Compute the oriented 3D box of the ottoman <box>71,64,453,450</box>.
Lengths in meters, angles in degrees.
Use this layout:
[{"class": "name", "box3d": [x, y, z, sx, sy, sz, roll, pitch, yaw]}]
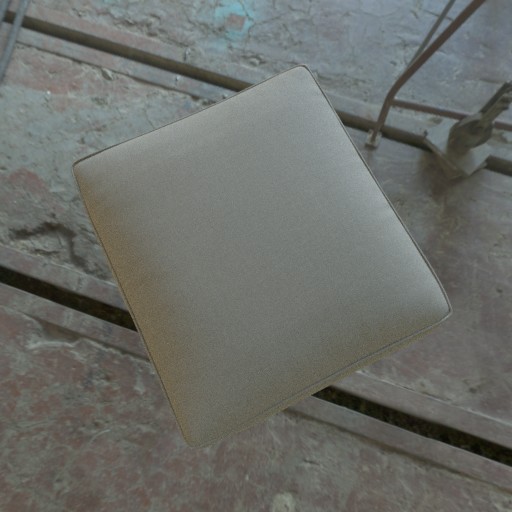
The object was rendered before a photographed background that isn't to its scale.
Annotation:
[{"class": "ottoman", "box3d": [0.000, 0.000, 1.156, 0.662, 0.505, 0.716, -25, 77, -6]}]
